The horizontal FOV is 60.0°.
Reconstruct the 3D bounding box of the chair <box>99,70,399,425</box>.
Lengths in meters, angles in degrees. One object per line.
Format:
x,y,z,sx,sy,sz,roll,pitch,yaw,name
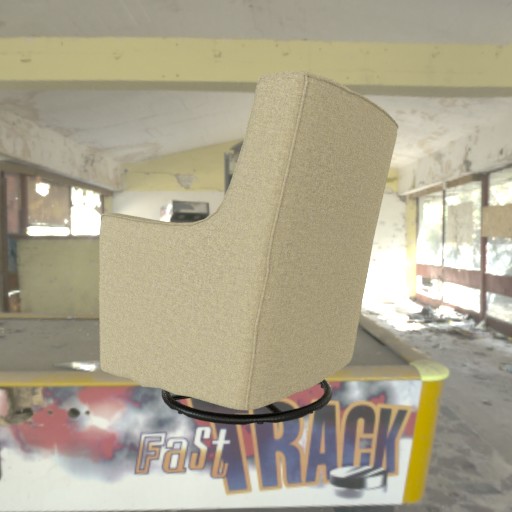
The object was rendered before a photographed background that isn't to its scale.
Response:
0.000,0.000,1.580,0.879,0.993,0.732,1,2,36,chair
